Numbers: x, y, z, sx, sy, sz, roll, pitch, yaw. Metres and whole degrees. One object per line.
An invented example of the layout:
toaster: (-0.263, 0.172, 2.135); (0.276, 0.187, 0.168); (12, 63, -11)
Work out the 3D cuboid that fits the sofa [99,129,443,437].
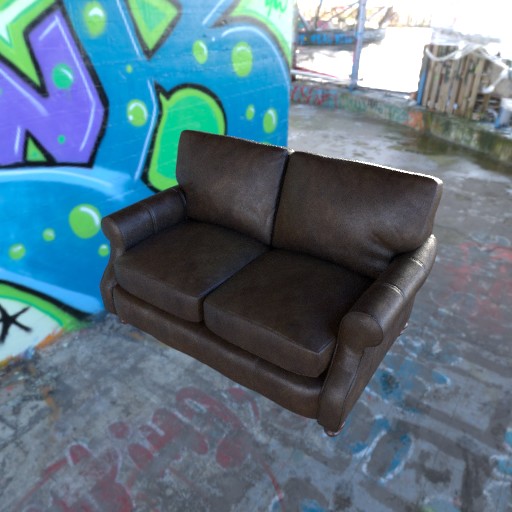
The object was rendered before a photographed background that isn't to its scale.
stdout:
sofa: (0.000, 0.000, 2.287); (1.616, 0.976, 0.990); (19, 35, 30)
